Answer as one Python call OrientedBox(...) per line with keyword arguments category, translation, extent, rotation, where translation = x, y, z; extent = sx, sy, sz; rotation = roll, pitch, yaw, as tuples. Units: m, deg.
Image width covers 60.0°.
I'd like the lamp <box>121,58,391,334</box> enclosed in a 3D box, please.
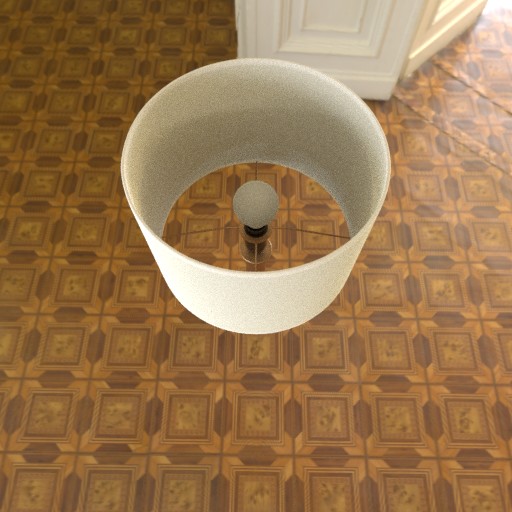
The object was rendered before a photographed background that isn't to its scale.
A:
OrientedBox(category="lamp", translation=(0.000, 0.000, 0.658), extent=(0.268, 0.479, 0.268), rotation=(0, 64, 0))
